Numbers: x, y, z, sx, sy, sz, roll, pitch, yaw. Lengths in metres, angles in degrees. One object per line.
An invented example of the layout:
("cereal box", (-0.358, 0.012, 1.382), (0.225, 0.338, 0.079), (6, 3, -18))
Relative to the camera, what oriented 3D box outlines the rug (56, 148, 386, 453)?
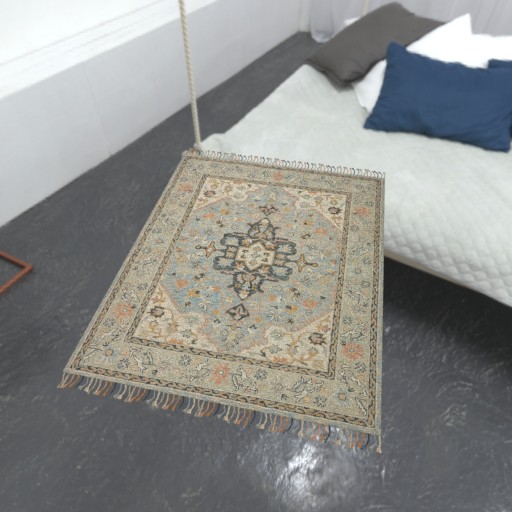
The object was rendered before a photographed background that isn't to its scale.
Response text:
("rug", (0.000, 0.000, 4.188), (2.379, 0.011, 3.221), (9, 47, 8))
